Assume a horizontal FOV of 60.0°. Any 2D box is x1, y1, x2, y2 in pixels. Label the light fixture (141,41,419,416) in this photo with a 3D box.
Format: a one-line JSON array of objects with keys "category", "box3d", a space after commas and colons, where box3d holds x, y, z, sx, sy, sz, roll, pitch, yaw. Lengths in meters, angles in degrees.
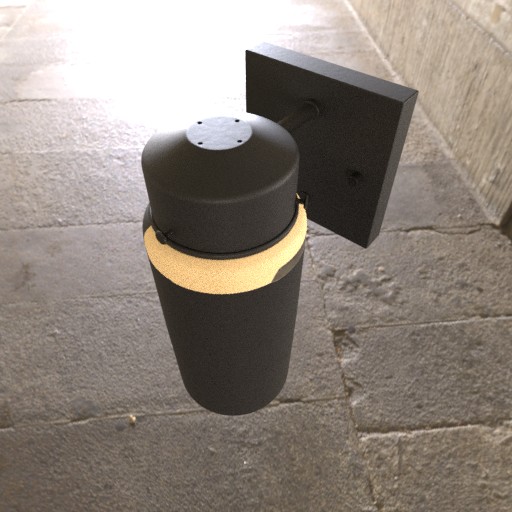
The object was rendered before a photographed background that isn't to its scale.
[{"category": "light fixture", "box3d": [0.000, 0.000, 0.361, 0.130, 0.257, 0.176, 31, 54, 26]}]
